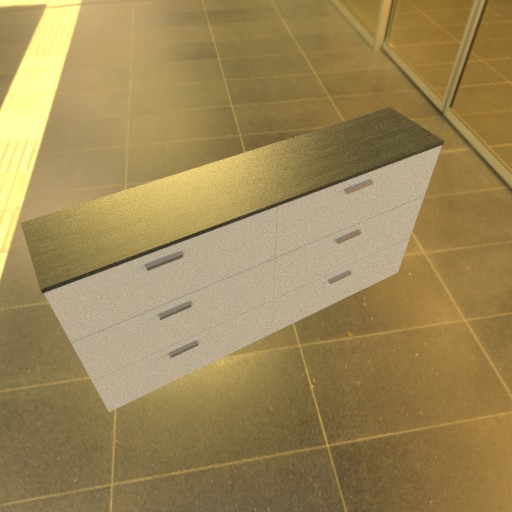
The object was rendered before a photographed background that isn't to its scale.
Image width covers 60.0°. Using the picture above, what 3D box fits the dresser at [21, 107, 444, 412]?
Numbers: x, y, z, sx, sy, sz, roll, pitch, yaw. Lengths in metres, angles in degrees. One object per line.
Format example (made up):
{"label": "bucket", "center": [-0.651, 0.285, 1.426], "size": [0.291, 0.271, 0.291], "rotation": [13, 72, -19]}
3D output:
{"label": "dresser", "center": [0.000, 0.000, 1.859], "size": [1.535, 0.790, 0.333], "rotation": [-22, 50, -20]}
